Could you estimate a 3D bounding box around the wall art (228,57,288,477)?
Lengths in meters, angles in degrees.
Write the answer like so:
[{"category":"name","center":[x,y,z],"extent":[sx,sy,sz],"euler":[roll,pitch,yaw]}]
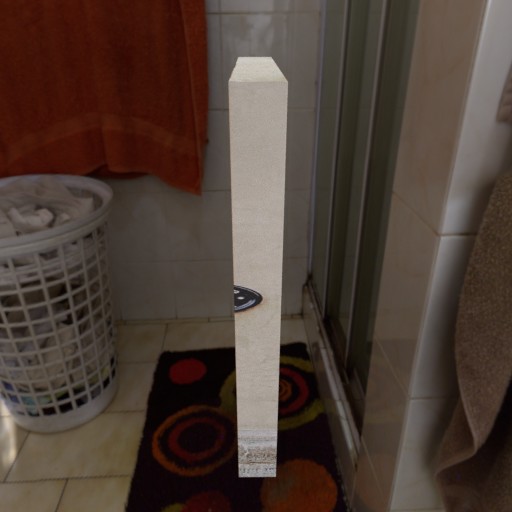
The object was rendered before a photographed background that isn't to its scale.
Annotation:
[{"category":"wall art","center":[0.000,0.000,0.482],"extent":[0.038,0.381,0.254],"euler":[0,27,-1]}]
